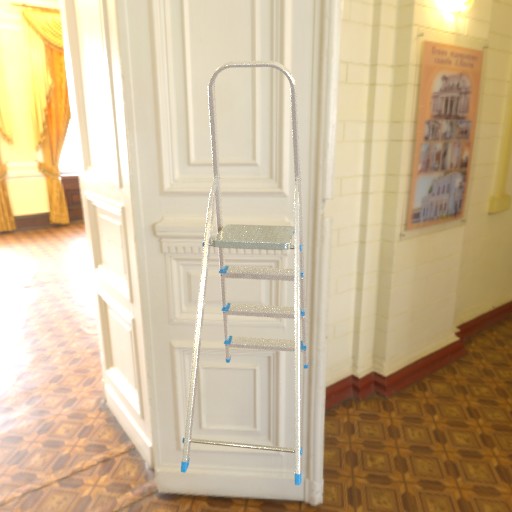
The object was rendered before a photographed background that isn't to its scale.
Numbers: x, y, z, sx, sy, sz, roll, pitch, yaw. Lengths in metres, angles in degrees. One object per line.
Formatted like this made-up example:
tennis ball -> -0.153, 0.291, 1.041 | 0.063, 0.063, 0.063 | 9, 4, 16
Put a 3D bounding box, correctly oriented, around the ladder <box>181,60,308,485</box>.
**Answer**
ladder -> 0.000, 0.000, 1.802 | 0.445, 1.434, 0.842 | 2, 16, 8
